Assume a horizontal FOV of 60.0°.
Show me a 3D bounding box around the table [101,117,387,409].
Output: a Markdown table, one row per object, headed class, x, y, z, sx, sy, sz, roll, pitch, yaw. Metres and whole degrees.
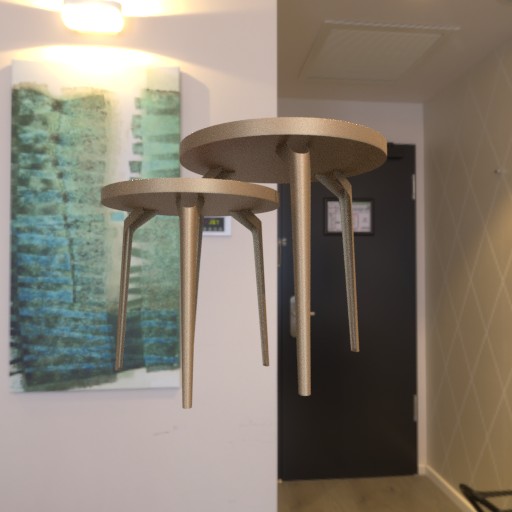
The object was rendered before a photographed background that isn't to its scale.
| class | x | y | z | sx | sy | sz | roll | pitch | yaw |
| --- | --- | --- | --- | --- | --- | --- | --- | --- | --- |
| table | 0.000 | 0.000 | 1.111 | 0.751 | 0.555 | 0.532 | 1 | -2 | -36 |
